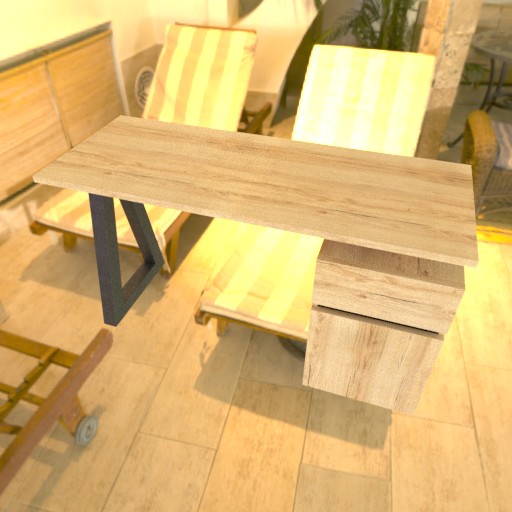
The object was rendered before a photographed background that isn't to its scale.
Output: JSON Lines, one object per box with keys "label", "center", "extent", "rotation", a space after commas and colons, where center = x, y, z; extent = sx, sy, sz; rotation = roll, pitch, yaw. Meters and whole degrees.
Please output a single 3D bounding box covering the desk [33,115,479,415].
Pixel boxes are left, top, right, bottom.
{"label": "desk", "center": [0.000, 0.000, 1.760], "extent": [1.400, 0.760, 0.550], "rotation": [12, 41, 14]}
